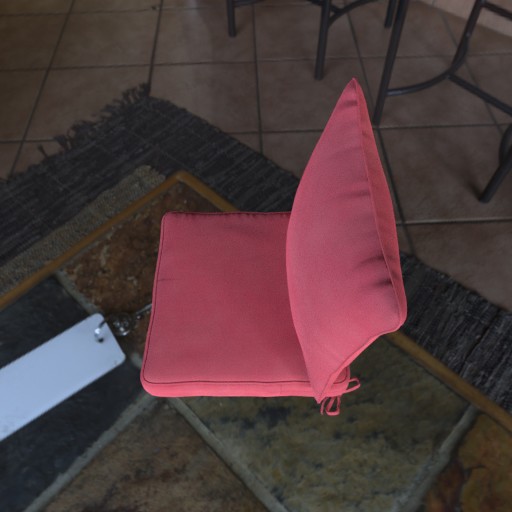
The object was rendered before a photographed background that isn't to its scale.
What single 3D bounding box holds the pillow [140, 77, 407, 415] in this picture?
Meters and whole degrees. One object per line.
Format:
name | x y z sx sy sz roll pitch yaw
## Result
pillow | 0.000 0.000 1.359 0.733 0.725 0.798 0 58 0
